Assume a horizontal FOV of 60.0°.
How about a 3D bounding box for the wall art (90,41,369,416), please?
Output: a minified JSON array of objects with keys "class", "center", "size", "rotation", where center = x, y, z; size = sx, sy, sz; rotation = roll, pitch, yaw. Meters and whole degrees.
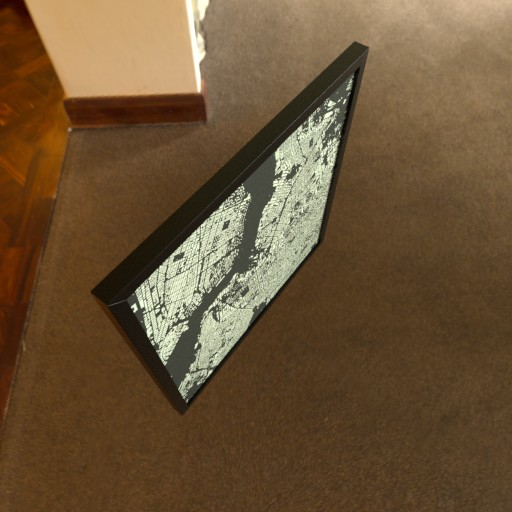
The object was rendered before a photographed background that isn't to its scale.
[{"class":"wall art","center":[0.000,0.000,1.119],"size":[0.038,0.761,0.755],"rotation":[33,64,18]}]
